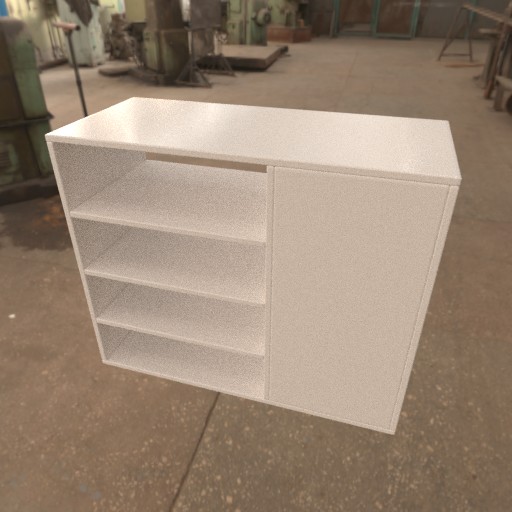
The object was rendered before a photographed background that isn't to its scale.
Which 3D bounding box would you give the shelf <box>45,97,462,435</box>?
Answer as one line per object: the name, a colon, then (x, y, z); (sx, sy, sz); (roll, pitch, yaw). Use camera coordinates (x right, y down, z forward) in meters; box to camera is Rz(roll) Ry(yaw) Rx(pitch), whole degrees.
shelf: (0.000, 0.000, 1.261); (0.895, 0.732, 0.396); (9, 33, 14)
